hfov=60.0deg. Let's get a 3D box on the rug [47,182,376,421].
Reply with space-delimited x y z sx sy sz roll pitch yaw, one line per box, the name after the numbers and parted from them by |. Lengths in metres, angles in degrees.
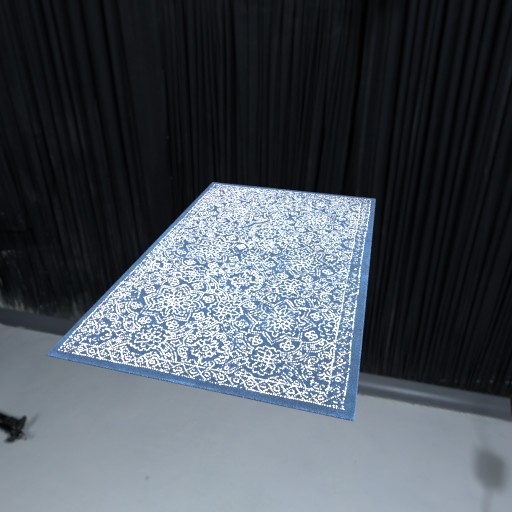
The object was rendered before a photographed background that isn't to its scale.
0.000 0.000 3.070 1.526 0.015 2.441 8 32 13 | rug
